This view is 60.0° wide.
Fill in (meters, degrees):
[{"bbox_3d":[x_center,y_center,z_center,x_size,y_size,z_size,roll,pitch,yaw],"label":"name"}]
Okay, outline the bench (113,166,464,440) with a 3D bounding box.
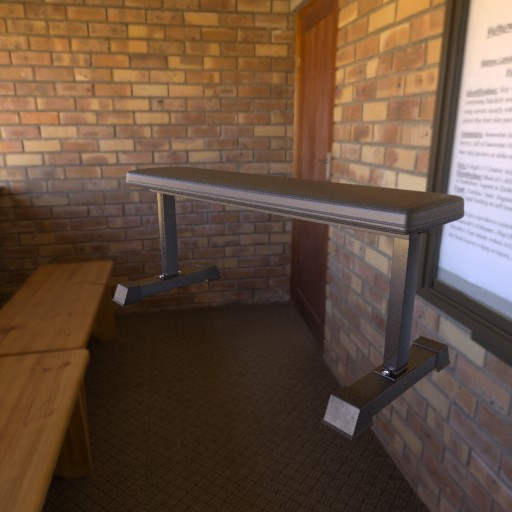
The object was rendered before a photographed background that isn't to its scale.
[{"bbox_3d":[0.000,0.000,1.299,0.439,0.453,1.072,-15,22,-41],"label":"bench"}]
